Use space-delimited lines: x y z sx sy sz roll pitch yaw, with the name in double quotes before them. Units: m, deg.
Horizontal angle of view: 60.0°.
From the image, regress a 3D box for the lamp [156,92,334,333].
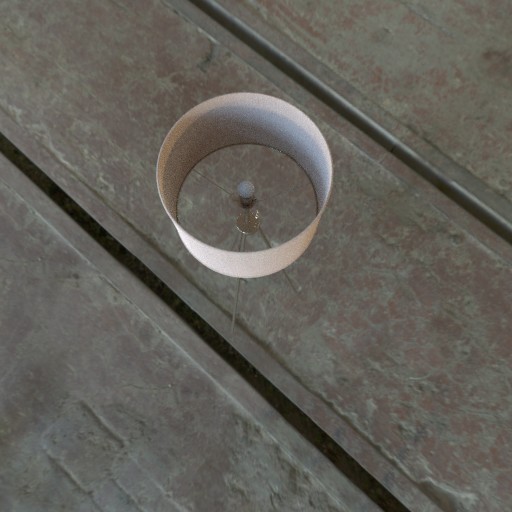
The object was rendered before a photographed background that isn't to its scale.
"lamp" 0.000 0.000 1.764 0.460 1.545 0.449 -3 75 -1
